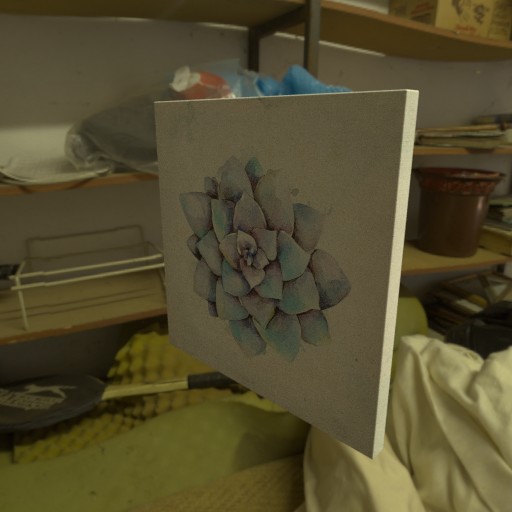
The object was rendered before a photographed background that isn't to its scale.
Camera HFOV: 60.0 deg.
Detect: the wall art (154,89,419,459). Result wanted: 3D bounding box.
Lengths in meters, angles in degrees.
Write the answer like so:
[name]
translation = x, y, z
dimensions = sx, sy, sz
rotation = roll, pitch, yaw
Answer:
[wall art]
translation = 0.000, 0.000, 0.908
dimensions = 0.612, 0.612, 0.040
rotation = 16, 23, 42
